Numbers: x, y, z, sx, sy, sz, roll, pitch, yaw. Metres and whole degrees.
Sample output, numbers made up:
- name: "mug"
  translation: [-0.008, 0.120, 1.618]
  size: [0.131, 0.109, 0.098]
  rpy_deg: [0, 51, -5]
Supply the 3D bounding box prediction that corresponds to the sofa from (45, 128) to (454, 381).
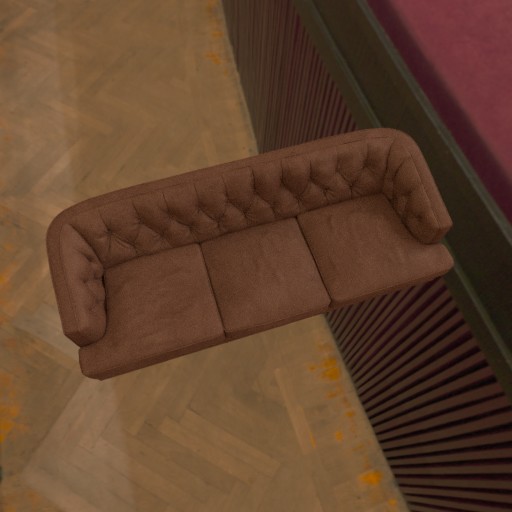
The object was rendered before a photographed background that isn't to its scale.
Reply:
- name: "sofa"
  translation: [0.000, 0.000, 2.718]
  size: [2.227, 0.787, 0.927]
  rpy_deg: [-16, 65, -8]
